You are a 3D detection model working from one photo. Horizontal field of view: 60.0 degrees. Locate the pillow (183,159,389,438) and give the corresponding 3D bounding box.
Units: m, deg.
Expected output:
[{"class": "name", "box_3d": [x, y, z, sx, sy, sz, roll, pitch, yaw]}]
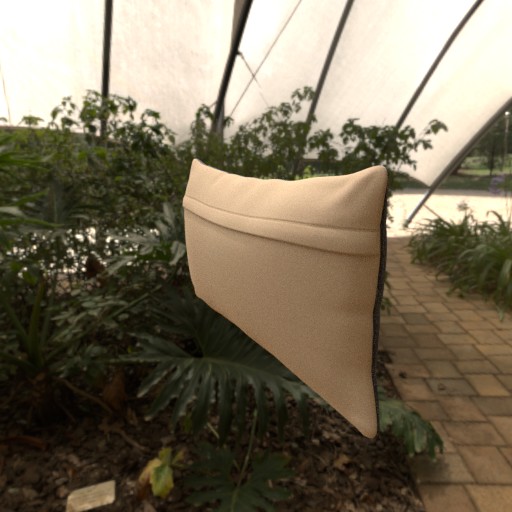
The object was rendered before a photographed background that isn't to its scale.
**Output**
[{"class": "pillow", "box_3d": [0.000, 0.000, 0.724, 0.148, 0.307, 0.604, -6, 14, -26]}]
